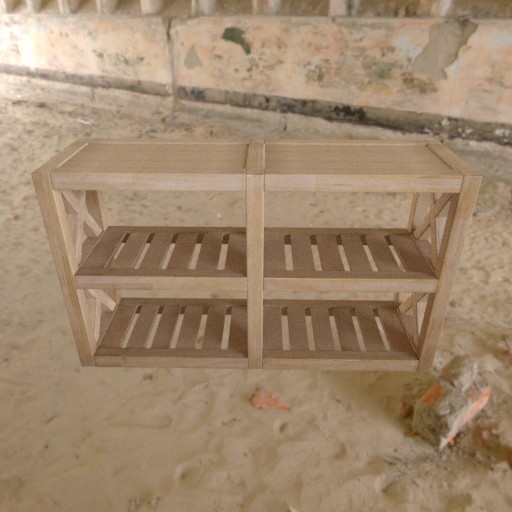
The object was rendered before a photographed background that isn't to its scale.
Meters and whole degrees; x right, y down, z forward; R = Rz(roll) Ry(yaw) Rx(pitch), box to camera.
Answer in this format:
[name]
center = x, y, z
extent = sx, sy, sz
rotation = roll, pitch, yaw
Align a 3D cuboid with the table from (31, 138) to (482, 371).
[table]
center = 0.000, 0.000, 1.635
extent = 1.320, 0.762, 0.381
rotation = 1, 30, 1
